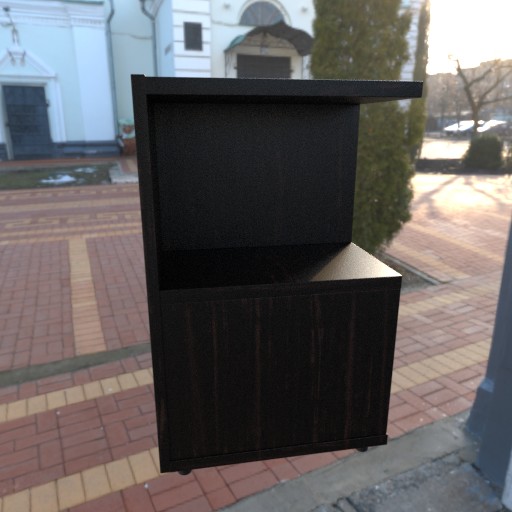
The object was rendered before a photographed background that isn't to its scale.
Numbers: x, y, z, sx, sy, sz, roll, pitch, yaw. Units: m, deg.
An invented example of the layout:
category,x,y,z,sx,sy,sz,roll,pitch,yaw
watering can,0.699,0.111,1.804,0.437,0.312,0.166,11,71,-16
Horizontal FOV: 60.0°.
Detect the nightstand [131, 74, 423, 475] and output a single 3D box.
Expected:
category,x,y,z,sx,sy,sz,roll,pitch,yaw
nightstand,0.000,0.000,0.793,0.356,0.559,0.400,-3,17,-10
